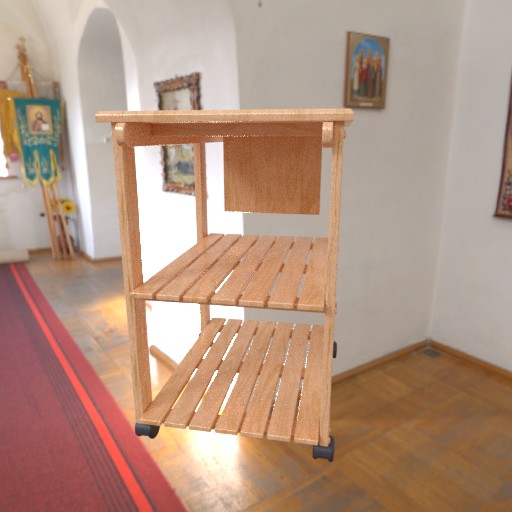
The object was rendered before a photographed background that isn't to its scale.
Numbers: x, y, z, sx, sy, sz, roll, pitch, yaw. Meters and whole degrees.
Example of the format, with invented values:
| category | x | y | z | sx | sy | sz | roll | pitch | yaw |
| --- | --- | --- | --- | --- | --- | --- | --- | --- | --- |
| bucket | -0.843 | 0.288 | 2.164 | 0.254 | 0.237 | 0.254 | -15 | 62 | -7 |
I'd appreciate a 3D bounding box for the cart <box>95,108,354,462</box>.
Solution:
| category | x | y | z | sx | sy | sz | roll | pitch | yaw |
| --- | --- | --- | --- | --- | --- | --- | --- | --- | --- |
| cart | 0.000 | 0.000 | 1.350 | 0.520 | 0.816 | 0.843 | 3 | 15 | 10 |
